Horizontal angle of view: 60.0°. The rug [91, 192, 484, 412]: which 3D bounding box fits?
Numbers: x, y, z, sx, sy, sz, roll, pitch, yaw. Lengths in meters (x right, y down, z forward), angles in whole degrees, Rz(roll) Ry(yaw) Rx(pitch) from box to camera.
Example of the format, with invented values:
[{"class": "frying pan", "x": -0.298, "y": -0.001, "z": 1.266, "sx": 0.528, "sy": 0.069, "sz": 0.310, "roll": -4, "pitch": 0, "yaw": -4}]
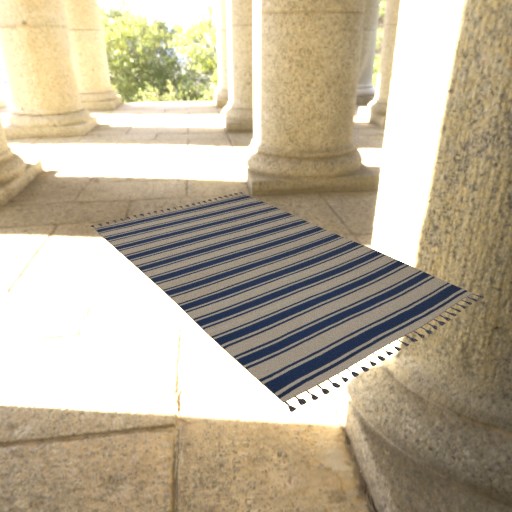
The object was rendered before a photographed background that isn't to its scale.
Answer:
[{"class": "rug", "x": 0.000, "y": 0.000, "z": 2.574, "sx": 1.248, "sy": 0.009, "sz": 2.108, "roll": -18, "pitch": 31, "yaw": -32}]
